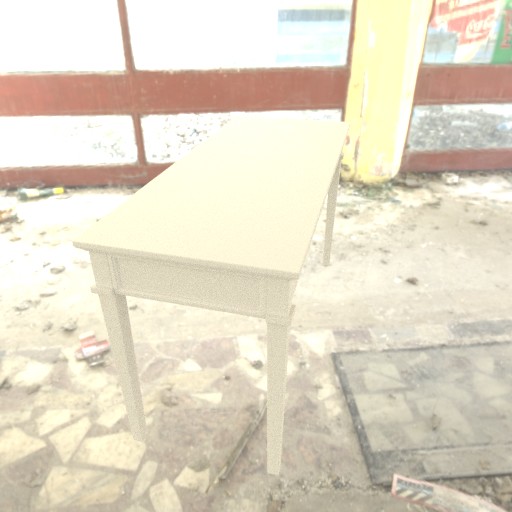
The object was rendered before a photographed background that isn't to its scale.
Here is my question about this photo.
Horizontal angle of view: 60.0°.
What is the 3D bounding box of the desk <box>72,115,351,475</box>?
[{"bbox_3d":[0.000,0.000,1.779,0.559,0.774,1.372,8,31,13],"label":"desk"}]
